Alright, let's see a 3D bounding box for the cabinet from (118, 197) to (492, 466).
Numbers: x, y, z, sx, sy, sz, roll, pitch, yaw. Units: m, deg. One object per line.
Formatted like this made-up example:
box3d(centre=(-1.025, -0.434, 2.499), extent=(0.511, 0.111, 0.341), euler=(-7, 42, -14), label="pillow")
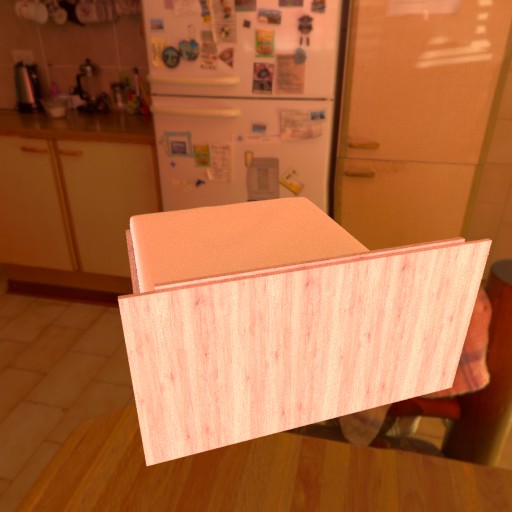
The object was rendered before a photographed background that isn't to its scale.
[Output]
box3d(centre=(0.000, 0.000, 3.018), extent=(1.750, 0.970, 2.080), euler=(-8, 29, -15), label="cabinet")
